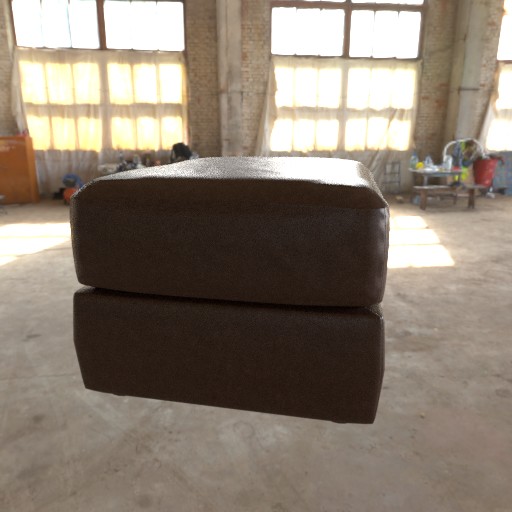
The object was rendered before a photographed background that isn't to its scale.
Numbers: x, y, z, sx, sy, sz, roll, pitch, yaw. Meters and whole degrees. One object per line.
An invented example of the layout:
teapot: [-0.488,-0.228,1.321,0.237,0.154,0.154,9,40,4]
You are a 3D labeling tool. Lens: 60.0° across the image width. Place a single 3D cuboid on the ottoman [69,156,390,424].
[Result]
ottoman: [0.000,0.000,1.137,0.603,0.476,0.751,3,16,11]
